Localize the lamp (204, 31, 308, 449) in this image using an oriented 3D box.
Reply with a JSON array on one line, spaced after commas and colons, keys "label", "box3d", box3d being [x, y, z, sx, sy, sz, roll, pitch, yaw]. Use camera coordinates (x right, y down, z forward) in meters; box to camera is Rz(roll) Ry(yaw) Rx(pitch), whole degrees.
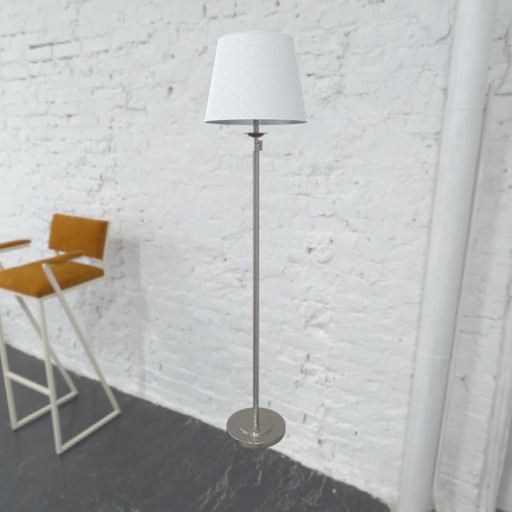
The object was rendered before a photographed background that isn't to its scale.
[{"label": "lamp", "box3d": [0.000, 0.000, 1.650, 0.355, 1.473, 0.355, 0, 14, 0]}]
